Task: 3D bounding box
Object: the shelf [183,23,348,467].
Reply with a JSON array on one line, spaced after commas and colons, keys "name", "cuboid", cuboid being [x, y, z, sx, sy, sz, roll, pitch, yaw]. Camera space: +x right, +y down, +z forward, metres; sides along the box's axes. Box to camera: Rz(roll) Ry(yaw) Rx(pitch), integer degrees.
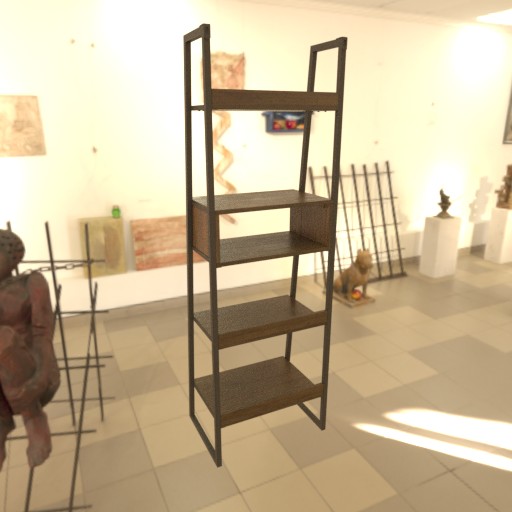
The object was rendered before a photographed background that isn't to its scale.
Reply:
[{"name": "shelf", "cuboid": [0.000, 0.000, 2.250, 0.652, 2.005, 0.454, -8, 19, -25]}]
